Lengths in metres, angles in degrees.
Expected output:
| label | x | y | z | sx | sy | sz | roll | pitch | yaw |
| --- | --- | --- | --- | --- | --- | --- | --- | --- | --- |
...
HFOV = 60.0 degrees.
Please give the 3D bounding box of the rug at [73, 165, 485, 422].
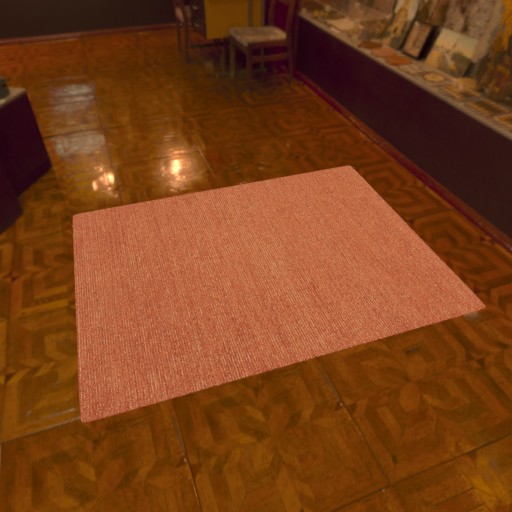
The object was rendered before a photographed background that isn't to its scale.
| label | x | y | z | sx | sy | sz | roll | pitch | yaw |
| --- | --- | --- | --- | --- | --- | --- | --- | --- | --- |
| rug | 0.000 | 0.000 | 2.710 | 2.112 | 0.009 | 1.594 | -12 | 43 | -14 |
